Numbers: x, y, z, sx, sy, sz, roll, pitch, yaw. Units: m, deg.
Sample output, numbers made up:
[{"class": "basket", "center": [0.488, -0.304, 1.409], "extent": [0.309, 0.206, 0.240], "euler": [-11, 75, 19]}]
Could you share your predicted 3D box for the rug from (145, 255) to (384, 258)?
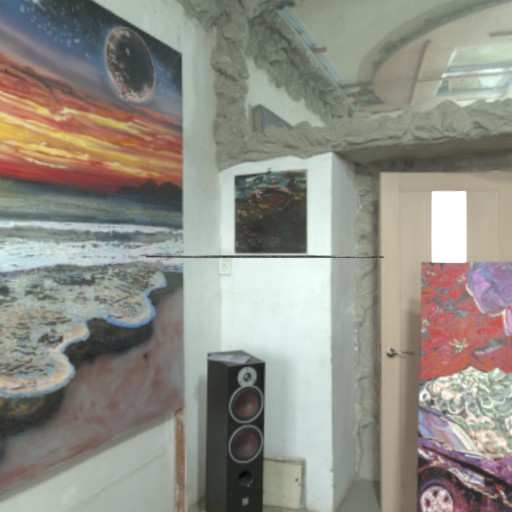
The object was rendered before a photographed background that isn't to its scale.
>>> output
[{"class": "rug", "center": [0.000, 0.000, 2.611], "extent": [0.760, 0.012, 2.434], "euler": [0, 0, -1]}]
